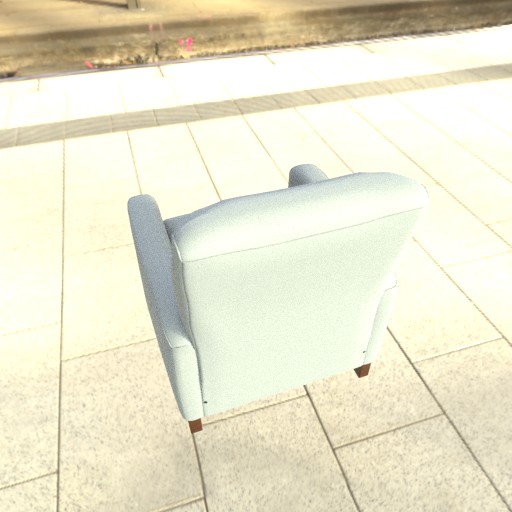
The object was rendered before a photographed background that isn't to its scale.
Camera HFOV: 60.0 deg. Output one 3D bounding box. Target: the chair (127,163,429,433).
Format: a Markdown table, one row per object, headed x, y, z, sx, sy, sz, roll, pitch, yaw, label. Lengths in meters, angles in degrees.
| x | y | z | sx | sy | sz | roll | pitch | yaw | label |
| --- | --- | --- | --- | --- | --- | --- | --- | --- | --- |
| 0.000 | 0.000 | 1.664 | 0.853 | 1.007 | 0.846 | -13 | 44 | -14 | chair |
